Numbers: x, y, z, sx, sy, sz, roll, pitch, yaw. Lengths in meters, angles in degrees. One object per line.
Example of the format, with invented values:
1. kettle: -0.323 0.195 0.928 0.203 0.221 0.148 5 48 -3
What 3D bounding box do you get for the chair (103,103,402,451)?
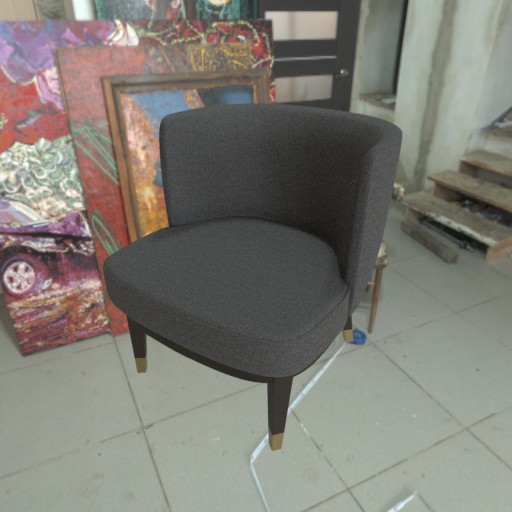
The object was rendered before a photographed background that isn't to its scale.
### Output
1. chair: 0.000 0.000 1.238 0.639 0.695 0.698 18 34 30
